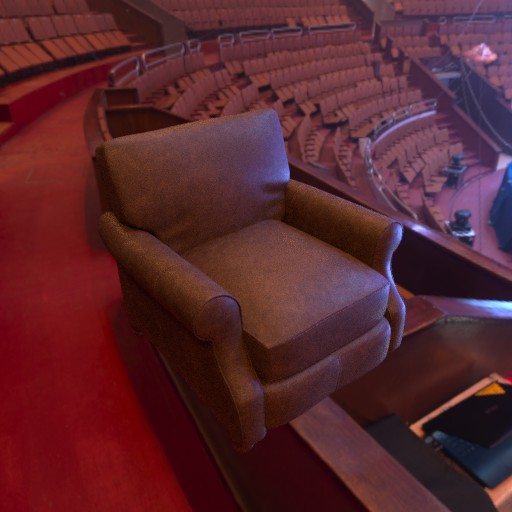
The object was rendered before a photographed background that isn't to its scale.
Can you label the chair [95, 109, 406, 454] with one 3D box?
[{"bbox_3d":[0.000,0.000,1.786,0.996,0.976,1.002,-21,35,-33],"label":"chair"}]
